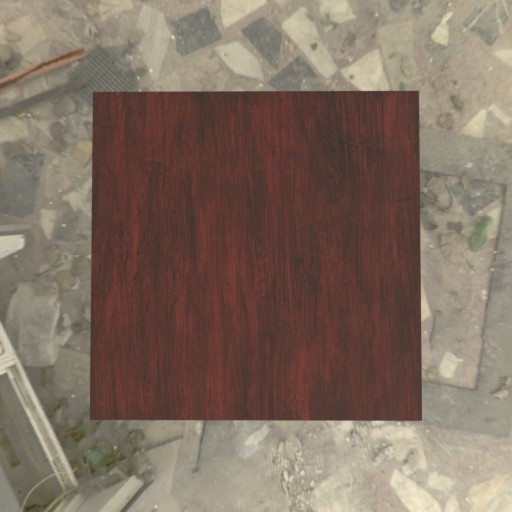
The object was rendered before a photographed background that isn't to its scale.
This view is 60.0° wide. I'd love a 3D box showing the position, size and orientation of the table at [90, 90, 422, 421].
[{"bbox_3d":[0.000,0.000,1.341,0.865,0.356,0.865,0,89,0],"label":"table"}]
